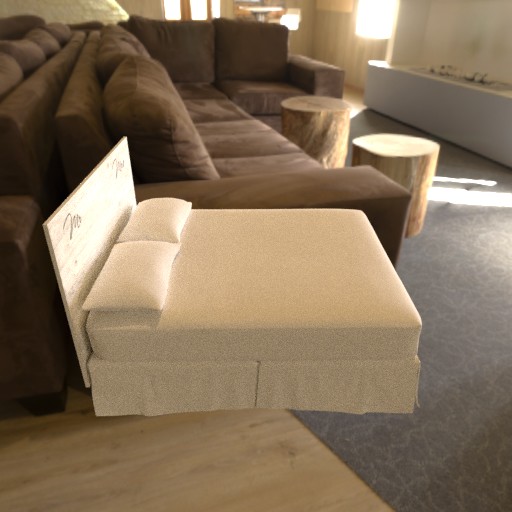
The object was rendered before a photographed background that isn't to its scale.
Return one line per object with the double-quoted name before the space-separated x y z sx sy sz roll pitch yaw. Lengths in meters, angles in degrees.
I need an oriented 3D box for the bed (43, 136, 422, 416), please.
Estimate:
"bed" 0.000 0.000 3.225 2.094 1.335 1.745 0 30 -1
